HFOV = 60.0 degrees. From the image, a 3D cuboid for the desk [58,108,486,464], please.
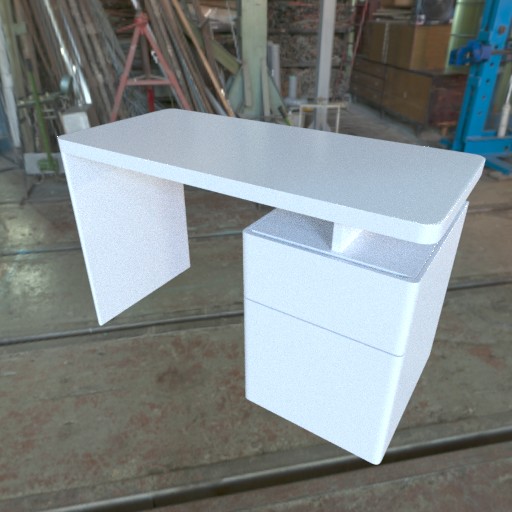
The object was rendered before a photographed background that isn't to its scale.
[{"bbox_3d":[0.000,0.000,1.520,1.200,0.760,0.550,18,34,28],"label":"desk"}]
